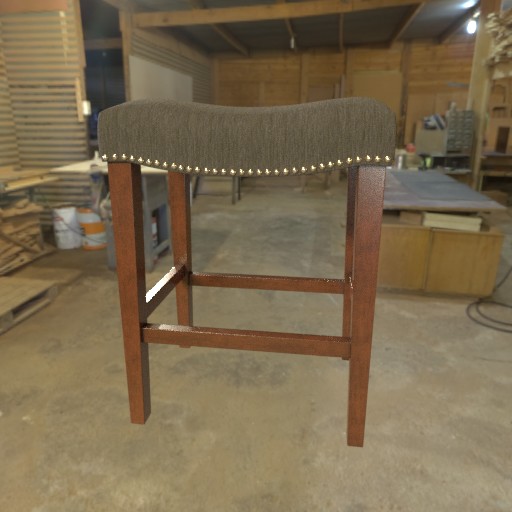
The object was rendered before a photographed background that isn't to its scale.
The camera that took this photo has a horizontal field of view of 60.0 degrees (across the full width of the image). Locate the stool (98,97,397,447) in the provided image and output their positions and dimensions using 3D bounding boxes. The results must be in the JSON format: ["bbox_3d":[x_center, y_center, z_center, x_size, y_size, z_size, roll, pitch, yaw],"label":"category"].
[{"bbox_3d":[0.000,0.000,0.975,0.504,0.654,0.372,3,18,8],"label":"stool"}]
